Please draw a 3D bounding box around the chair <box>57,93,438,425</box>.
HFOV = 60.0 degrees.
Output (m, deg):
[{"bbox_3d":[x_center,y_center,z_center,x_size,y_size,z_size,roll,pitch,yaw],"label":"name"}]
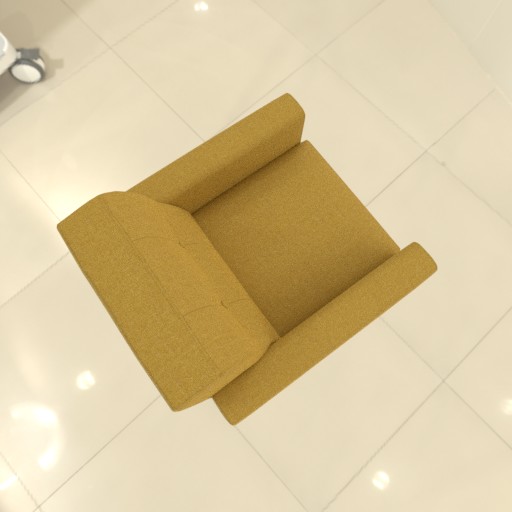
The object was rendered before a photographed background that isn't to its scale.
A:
[{"bbox_3d":[0.000,0.000,1.554,0.909,0.841,0.831,-35,77,-9],"label":"chair"}]
